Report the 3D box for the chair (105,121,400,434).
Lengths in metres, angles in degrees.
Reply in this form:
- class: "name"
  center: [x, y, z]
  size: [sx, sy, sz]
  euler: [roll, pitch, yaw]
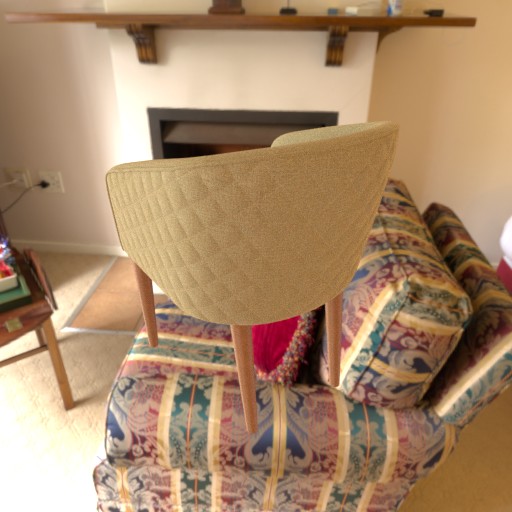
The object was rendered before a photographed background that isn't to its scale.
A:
- class: "chair"
  center: [0.000, 0.000, 1.198]
  size: [0.584, 0.775, 0.616]
  euler: [-19, 35, -28]
